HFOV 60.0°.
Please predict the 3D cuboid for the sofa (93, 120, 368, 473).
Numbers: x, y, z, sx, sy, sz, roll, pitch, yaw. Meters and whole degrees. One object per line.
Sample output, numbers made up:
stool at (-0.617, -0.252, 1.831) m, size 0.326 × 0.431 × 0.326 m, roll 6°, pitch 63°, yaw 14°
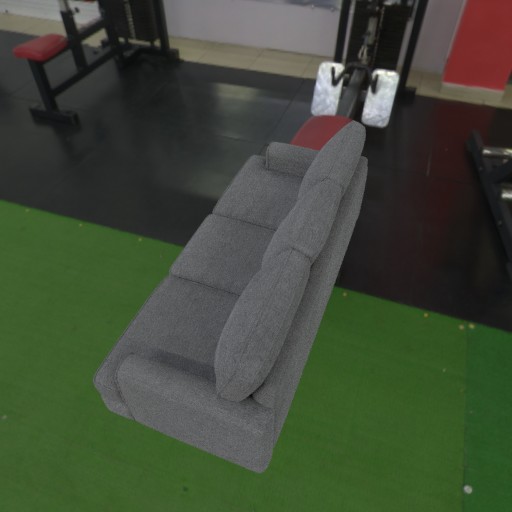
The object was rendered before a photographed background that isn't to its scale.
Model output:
sofa at (0.000, 0.000, 2.740) m, size 0.951 × 0.965 × 2.158 m, roll 16°, pitch 48°, yaw 15°
